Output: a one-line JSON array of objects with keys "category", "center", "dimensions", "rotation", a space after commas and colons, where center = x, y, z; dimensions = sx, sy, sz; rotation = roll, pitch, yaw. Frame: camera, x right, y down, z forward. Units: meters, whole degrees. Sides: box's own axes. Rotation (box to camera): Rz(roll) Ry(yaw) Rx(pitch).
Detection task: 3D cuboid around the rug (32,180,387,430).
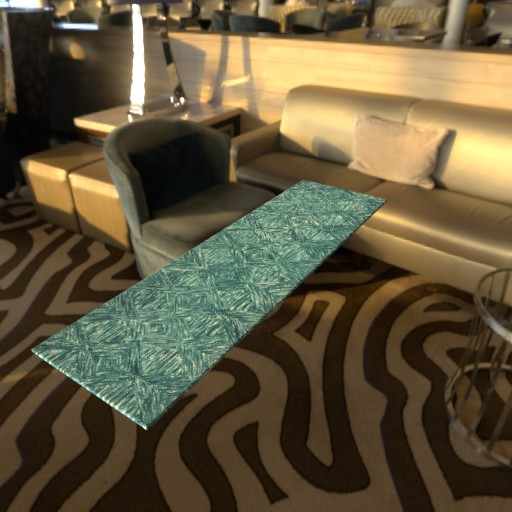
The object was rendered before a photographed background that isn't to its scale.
[{"category": "rug", "center": [0.000, 0.000, 2.465], "dimensions": [0.676, 0.016, 2.286], "rotation": [19, 36, 29]}]
